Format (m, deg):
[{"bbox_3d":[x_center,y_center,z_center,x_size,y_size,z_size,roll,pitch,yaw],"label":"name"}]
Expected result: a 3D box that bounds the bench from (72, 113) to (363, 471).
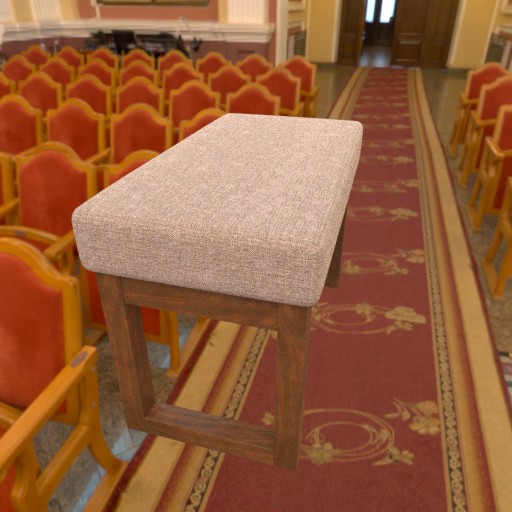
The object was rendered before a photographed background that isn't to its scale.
[{"bbox_3d":[0.000,0.000,0.971,0.366,0.467,0.681,8,31,14],"label":"bench"}]
